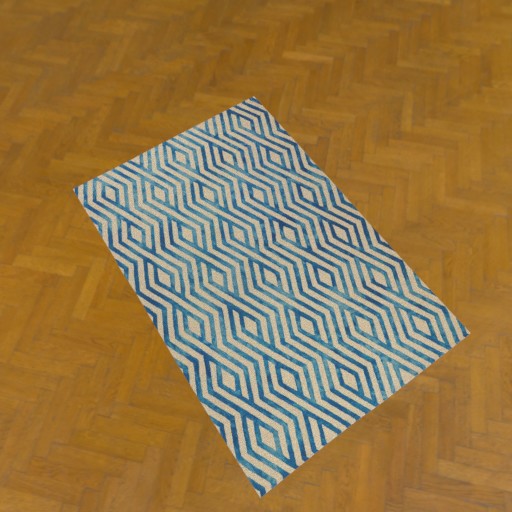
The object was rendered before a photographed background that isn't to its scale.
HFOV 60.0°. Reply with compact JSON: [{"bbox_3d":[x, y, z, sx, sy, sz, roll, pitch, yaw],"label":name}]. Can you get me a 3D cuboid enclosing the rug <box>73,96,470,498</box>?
[{"bbox_3d":[0.000,0.000,2.287,1.225,0.008,1.830,-32,69,-14],"label":"rug"}]
